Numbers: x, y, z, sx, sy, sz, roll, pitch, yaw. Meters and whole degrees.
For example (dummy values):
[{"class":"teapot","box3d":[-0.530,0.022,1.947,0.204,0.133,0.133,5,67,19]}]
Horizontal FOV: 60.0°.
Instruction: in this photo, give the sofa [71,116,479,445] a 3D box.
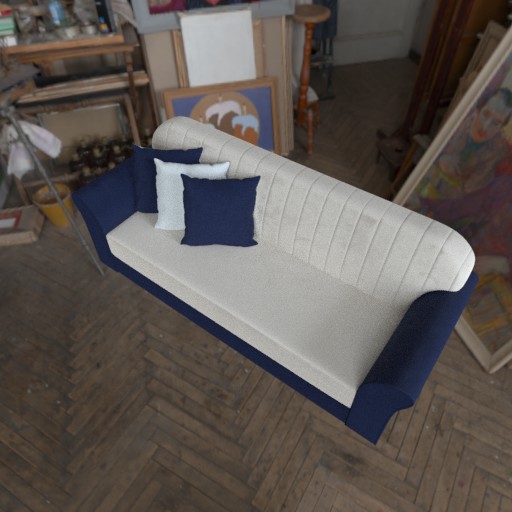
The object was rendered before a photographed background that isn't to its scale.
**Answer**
[{"class":"sofa","box3d":[0.000,0.000,2.358,2.006,0.789,0.749,29,53,24]}]
